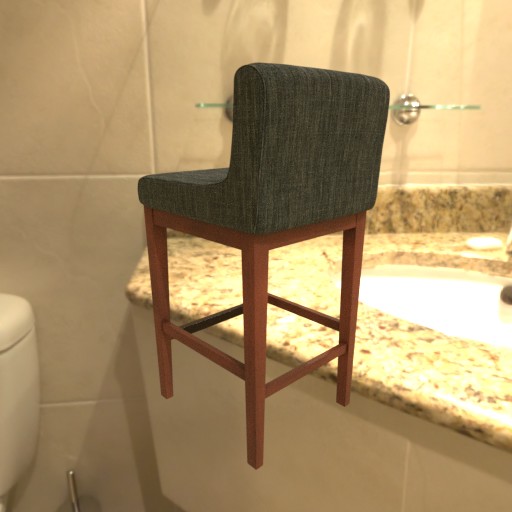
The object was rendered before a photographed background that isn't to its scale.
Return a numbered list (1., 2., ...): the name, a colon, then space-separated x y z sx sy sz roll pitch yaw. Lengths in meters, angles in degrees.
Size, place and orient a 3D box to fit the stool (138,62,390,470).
1. stool: 0.000 0.000 1.104 0.395 0.835 0.459 -15 22 -41
